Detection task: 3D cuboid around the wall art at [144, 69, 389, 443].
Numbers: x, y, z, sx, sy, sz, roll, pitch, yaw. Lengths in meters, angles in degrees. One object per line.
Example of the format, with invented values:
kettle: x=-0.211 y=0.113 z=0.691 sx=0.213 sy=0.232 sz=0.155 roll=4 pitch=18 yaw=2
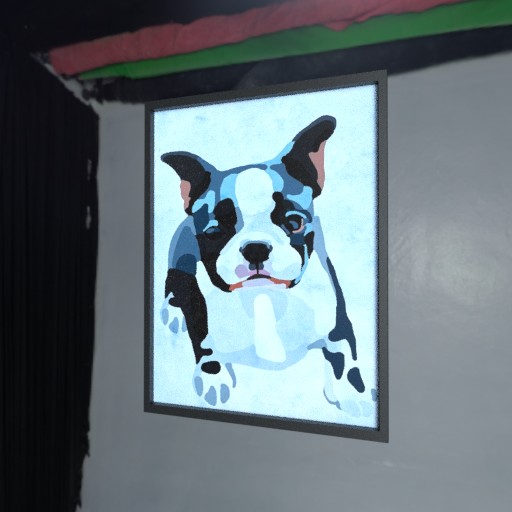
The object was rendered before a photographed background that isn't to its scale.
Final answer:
wall art: x=0.000 y=0.000 z=1.356 sx=0.774 sy=1.027 sz=0.030 roll=0 pitch=-1 yaw=19
